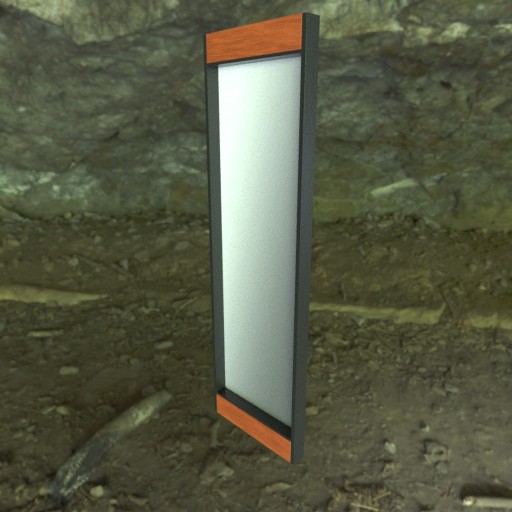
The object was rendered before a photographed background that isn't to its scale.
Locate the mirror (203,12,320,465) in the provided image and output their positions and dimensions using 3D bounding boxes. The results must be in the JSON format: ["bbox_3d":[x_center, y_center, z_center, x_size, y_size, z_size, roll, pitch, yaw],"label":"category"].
[{"bbox_3d":[0.000,0.000,1.197,0.047,1.123,0.343,-16,23,-42],"label":"mirror"}]
